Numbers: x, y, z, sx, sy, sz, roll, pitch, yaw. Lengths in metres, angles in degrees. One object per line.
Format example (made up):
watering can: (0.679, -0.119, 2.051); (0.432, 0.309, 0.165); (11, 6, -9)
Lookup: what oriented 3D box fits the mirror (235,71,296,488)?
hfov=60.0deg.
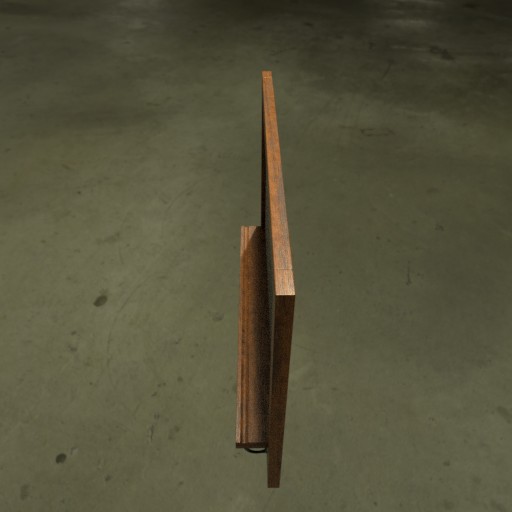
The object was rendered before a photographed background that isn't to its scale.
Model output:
mirror: (0.000, 0.000, 0.971); (0.084, 0.537, 0.758); (0, 41, 0)
